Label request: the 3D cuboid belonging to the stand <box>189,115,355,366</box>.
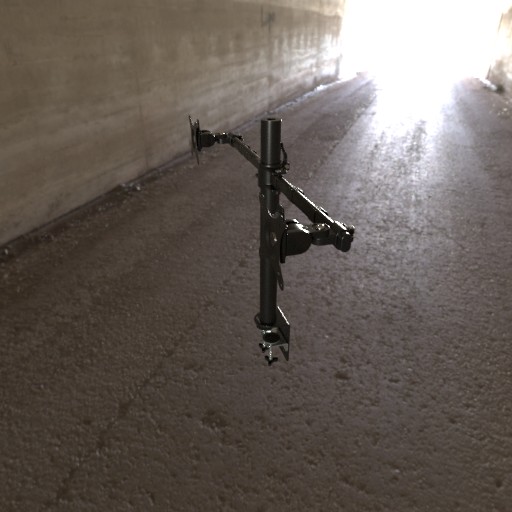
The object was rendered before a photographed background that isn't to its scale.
[{"bbox_3d":[0.000,0.000,1.010,0.150,0.603,0.743,-8,29,-15],"label":"stand"}]
